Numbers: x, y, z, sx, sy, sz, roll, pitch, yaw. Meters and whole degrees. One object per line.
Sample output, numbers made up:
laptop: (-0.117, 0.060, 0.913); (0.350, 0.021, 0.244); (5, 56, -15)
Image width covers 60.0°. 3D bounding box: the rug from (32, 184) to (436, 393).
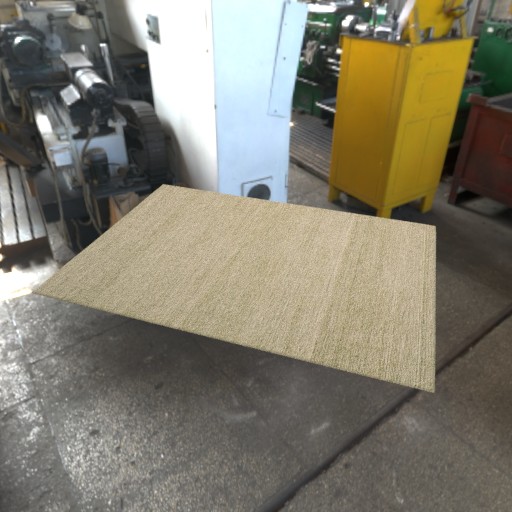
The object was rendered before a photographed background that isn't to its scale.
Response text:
rug: (0.000, 0.000, 5.125); (3.935, 0.025, 2.782); (11, 35, 16)
